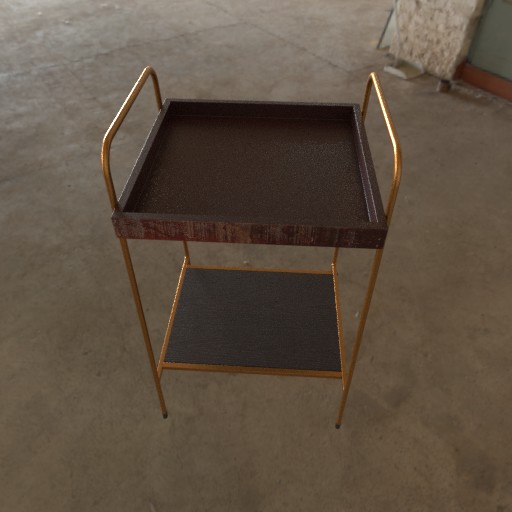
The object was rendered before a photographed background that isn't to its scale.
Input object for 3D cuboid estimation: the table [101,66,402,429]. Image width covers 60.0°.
[{"bbox_3d":[0.000,0.000,0.969,0.430,0.710,0.430,2,45,2],"label":"table"}]
